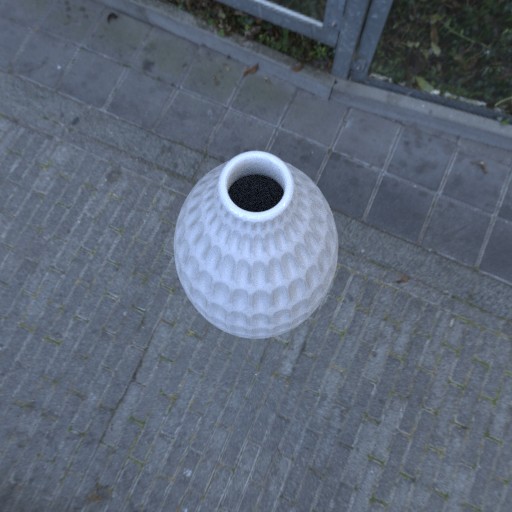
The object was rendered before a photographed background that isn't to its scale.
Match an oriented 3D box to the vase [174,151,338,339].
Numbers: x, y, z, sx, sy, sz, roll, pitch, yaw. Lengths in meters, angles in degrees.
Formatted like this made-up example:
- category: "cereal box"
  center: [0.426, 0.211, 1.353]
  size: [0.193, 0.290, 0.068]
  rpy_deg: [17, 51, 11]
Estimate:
- category: "vase"
  center: [0.000, 0.000, 0.358]
  size: [0.127, 0.282, 0.127]
  rpy_deg: [0, 75, 0]
